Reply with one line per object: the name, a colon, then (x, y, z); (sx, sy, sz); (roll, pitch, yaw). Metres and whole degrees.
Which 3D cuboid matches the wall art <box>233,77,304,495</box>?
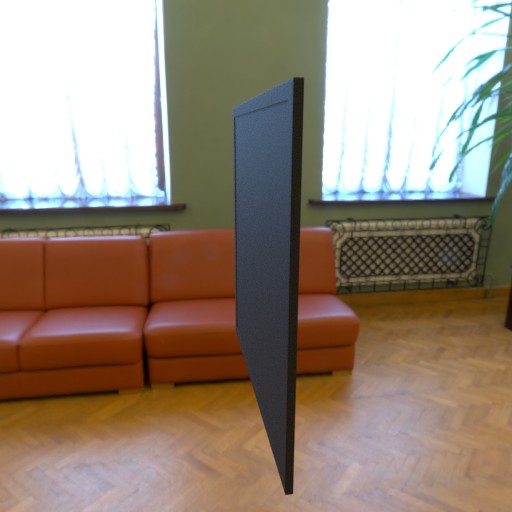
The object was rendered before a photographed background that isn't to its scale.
wall art: (0.000, 0.000, 0.828); (0.012, 0.558, 0.562); (-3, 15, -9)
